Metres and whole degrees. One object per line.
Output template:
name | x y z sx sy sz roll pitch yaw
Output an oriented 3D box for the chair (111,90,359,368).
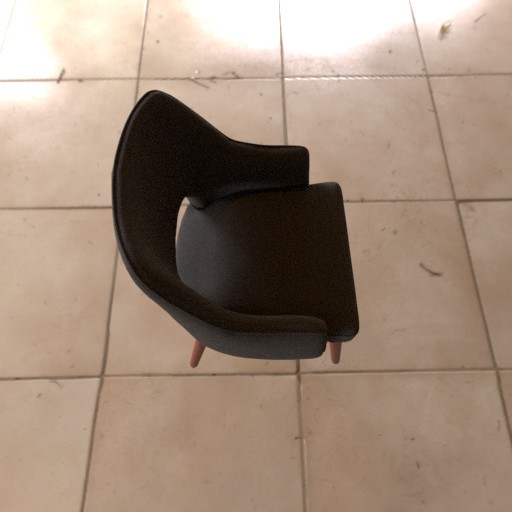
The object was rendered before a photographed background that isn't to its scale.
chair | 0.000 0.000 1.219 0.560 0.838 0.559 -2 66 -1
